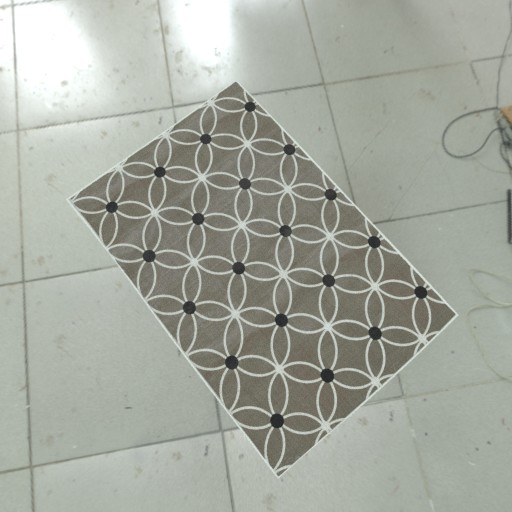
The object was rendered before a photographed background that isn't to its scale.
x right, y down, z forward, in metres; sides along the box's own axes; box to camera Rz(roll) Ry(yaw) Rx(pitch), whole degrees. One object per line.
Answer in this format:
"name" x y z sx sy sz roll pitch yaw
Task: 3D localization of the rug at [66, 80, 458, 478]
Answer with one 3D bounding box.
"rug" 0.000 0.000 2.950 1.522 0.008 2.284 -38 78 -10
